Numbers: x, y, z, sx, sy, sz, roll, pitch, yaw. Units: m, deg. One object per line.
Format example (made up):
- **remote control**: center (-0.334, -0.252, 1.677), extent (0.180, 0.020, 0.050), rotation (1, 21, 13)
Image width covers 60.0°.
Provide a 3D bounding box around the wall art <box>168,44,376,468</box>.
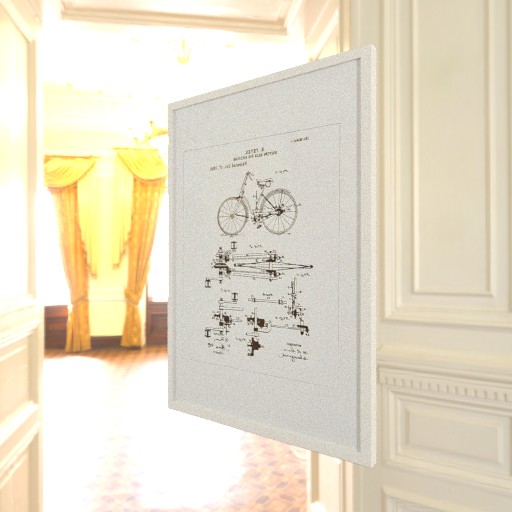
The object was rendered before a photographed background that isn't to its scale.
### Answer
- **wall art**: center (0.000, 0.000, 0.601), extent (0.332, 0.477, 0.015), rotation (0, 0, 36)
